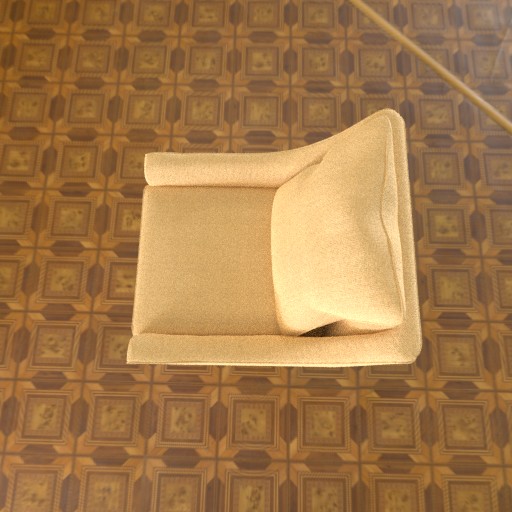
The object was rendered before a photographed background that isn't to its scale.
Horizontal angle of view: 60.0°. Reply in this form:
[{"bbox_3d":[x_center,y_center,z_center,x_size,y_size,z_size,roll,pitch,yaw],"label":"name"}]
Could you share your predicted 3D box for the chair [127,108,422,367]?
[{"bbox_3d":[0.000,0.000,1.581,0.876,0.927,0.760,1,75,0],"label":"chair"}]
